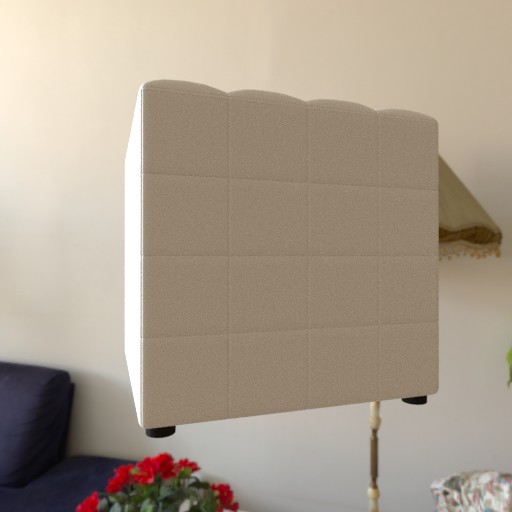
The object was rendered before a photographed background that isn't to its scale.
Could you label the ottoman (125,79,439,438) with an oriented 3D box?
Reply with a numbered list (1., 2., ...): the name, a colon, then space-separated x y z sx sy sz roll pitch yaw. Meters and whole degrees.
1. ottoman: 0.000 0.000 0.777 0.425 0.432 0.425 0 0 -19
